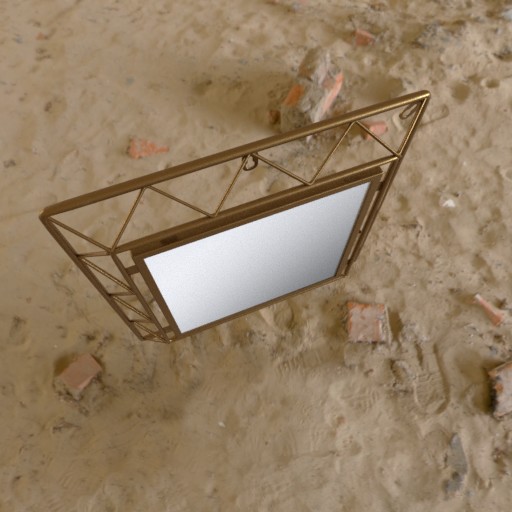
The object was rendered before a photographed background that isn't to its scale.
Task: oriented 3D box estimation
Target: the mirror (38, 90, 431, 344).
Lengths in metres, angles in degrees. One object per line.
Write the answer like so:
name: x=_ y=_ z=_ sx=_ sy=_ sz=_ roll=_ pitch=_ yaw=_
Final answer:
mirror: x=0.000 y=0.000 z=0.609 sx=0.416 sy=0.414 sz=0.046 roll=-20 pitch=65 yaw=-10
